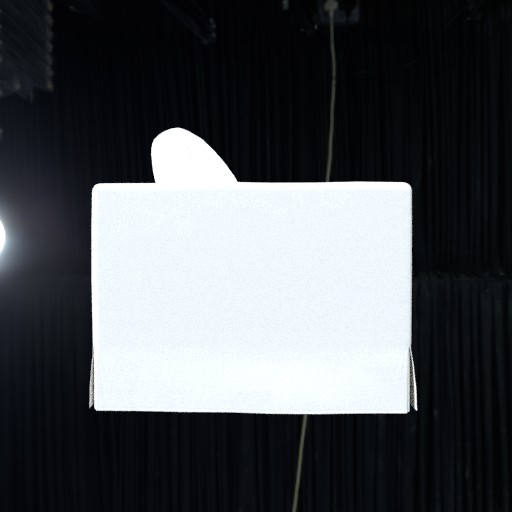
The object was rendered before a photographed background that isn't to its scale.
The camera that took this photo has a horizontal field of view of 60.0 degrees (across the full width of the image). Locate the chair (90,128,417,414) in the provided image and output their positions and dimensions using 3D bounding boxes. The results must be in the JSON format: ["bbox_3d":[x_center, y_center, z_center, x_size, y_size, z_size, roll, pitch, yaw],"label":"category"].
[{"bbox_3d":[0.000,0.000,1.824,0.957,0.878,1.150,0,1,1],"label":"chair"}]
